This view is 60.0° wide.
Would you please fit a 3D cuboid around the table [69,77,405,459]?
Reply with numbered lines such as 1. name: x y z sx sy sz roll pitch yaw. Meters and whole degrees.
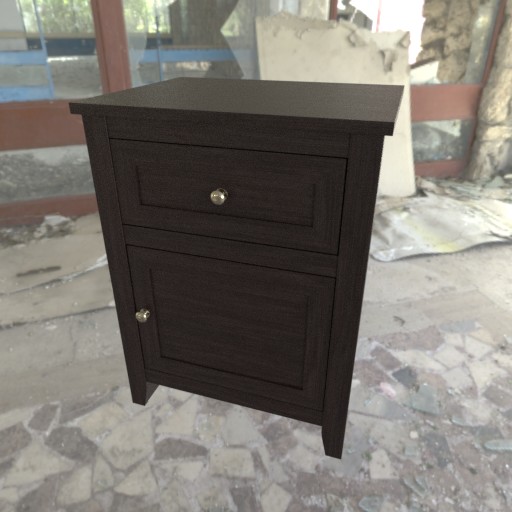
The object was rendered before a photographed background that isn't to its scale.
1. table: 0.000 0.000 0.912 0.480 0.635 0.381 9 29 16
